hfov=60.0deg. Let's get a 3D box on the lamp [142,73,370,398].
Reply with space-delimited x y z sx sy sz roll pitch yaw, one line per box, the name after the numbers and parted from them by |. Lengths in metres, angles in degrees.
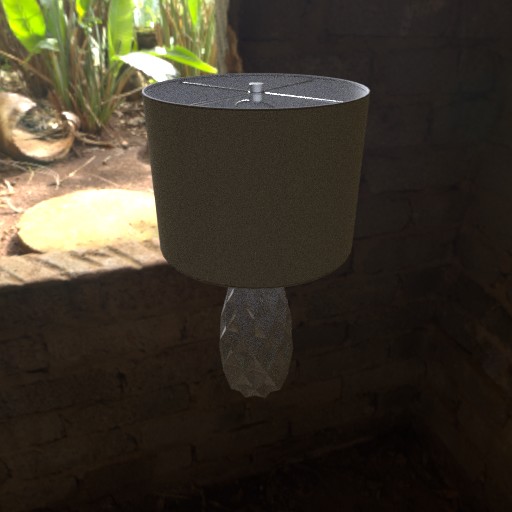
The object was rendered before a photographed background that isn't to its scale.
0.000 0.000 0.714 0.297 0.522 0.297 0 29 0 | lamp
